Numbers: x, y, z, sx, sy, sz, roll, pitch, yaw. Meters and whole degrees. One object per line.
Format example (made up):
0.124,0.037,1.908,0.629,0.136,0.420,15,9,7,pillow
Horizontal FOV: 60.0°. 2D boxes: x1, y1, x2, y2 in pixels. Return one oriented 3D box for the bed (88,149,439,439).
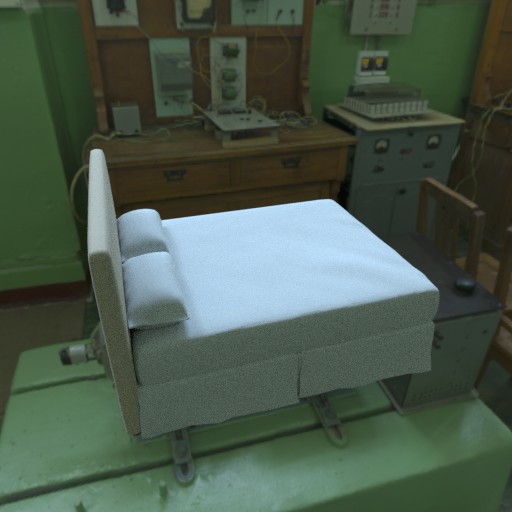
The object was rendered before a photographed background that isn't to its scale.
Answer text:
0.000,0.000,3.266,2.142,1.330,1.748,-9,31,-15,bed
